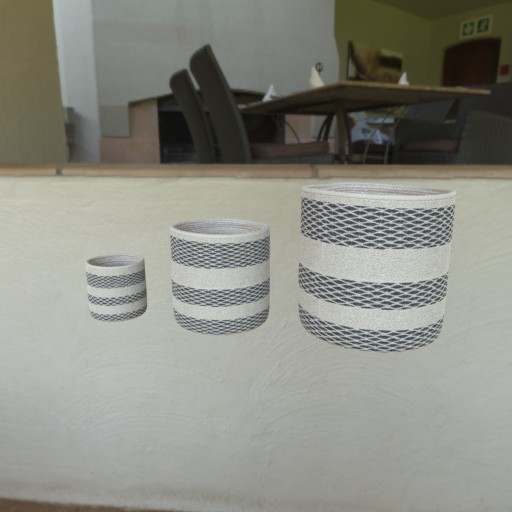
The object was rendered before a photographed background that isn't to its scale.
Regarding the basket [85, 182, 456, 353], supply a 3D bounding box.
[{"bbox_3d":[0.000,0.000,1.123,0.917,0.356,0.351,2,13,9],"label":"basket"}]
